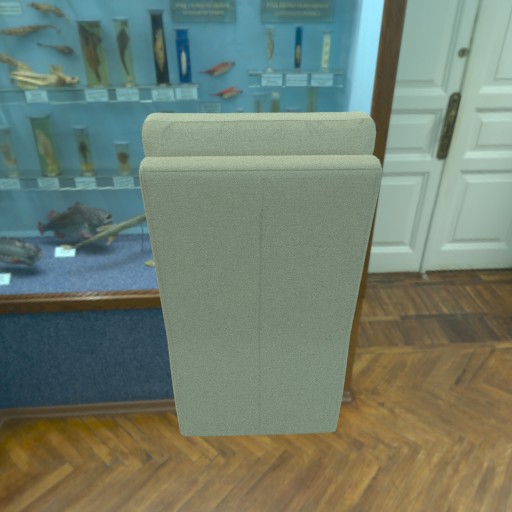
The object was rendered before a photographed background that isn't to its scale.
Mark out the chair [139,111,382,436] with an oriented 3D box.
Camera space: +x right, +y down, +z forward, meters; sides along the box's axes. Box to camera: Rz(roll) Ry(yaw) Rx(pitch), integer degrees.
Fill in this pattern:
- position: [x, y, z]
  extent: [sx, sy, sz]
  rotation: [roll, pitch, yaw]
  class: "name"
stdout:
- position: [0.000, 0.000, 1.341]
  extent: [0.503, 0.927, 0.698]
  rotation: [-1, 30, -2]
  class: "chair"
